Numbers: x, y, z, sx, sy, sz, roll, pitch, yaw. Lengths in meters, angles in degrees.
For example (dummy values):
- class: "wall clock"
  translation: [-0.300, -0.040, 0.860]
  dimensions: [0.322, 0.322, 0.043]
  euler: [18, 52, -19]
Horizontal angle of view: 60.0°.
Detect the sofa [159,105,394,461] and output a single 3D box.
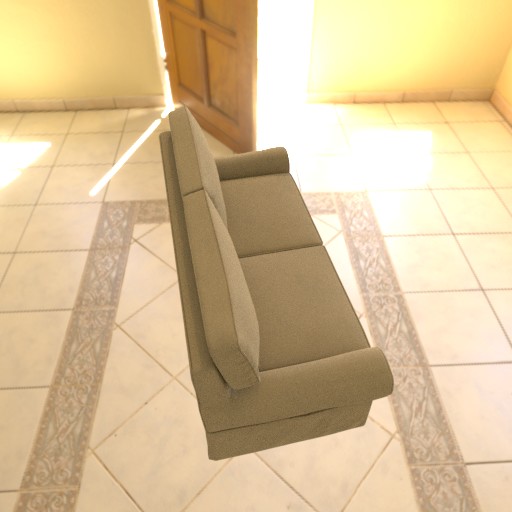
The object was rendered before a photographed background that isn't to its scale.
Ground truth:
- class: "sofa"
  translation: [0.000, 0.000, 2.417]
  dimensions: [0.841, 1.024, 1.823]
  euler: [-9, 47, -9]
